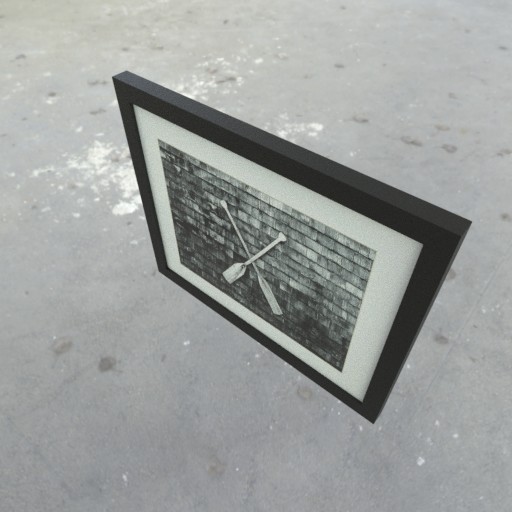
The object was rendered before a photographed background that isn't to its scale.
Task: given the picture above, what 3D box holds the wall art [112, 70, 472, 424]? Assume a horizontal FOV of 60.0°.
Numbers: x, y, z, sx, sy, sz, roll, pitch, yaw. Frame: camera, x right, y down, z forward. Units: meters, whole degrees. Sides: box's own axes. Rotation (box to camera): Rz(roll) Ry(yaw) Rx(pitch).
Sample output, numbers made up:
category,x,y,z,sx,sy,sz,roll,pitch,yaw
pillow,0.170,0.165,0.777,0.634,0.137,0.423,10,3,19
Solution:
category,x,y,z,sx,sy,sz,roll,pitch,yaw
wall art,0.000,0.000,0.739,0.558,0.457,0.029,31,54,26
